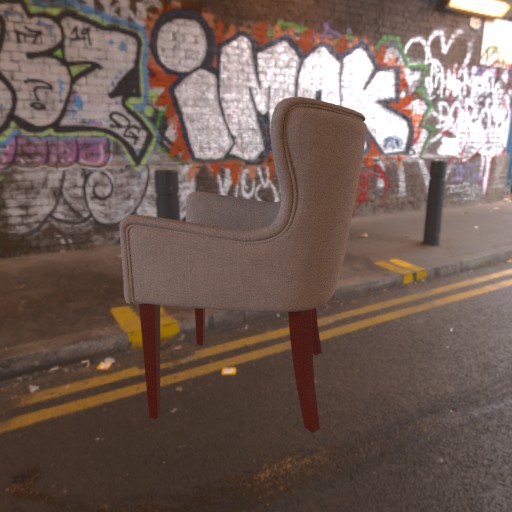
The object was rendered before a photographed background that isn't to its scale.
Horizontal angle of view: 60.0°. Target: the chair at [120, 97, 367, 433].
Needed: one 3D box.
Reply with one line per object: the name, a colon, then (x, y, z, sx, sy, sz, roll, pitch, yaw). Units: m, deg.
chair: (0.000, 0.000, 1.497, 0.677, 0.948, 0.732, 2, 14, 9)
